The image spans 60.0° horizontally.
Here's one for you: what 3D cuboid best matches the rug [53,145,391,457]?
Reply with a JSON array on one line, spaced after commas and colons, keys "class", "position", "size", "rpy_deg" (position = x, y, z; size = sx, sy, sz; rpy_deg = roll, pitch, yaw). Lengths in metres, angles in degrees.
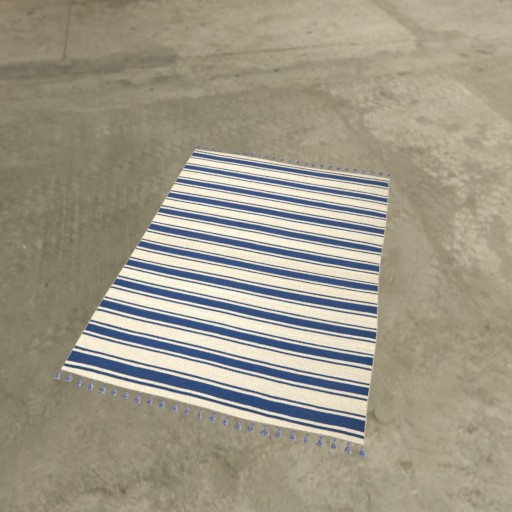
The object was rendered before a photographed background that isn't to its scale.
[{"class": "rug", "position": [0.000, 0.000, 4.425], "size": [2.471, 0.016, 3.416], "rpy_deg": [11, 48, 10]}]
